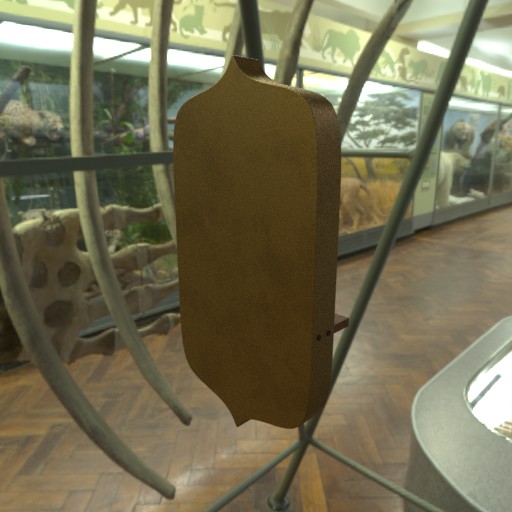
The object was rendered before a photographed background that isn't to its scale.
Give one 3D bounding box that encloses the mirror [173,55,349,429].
[{"bbox_3d":[0.000,0.000,0.745,0.096,0.613,0.323,-14,20,-43],"label":"mirror"}]
